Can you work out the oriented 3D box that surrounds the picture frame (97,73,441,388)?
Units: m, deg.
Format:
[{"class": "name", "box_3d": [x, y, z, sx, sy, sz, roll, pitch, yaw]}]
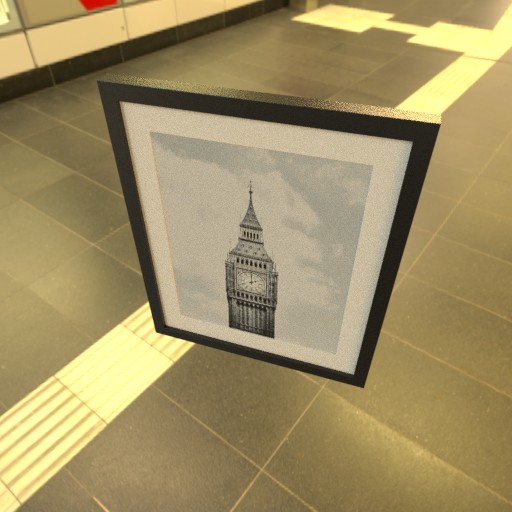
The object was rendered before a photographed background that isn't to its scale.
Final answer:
[{"class": "picture frame", "box_3d": [0.000, 0.000, 0.761, 0.460, 0.556, 0.028, 12, 43, 13]}]
